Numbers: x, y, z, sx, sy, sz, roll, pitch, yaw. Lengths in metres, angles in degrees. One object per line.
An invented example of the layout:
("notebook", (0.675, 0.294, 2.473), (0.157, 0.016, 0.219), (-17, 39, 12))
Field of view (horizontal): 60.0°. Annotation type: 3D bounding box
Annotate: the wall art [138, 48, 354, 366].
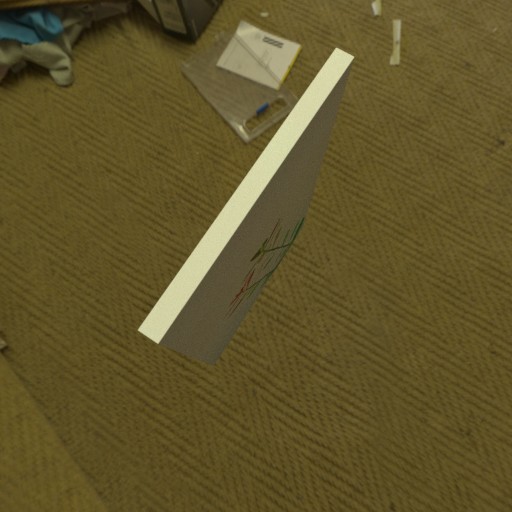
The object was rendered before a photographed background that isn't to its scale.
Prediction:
("wall art", (0.000, 0.000, 1.181), (0.039, 0.915, 0.612), (31, 76, 8))
